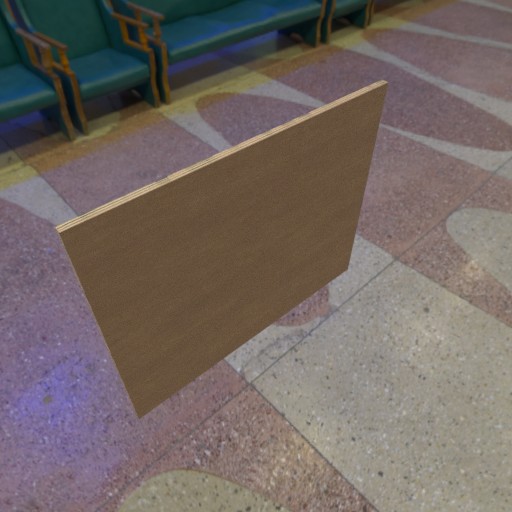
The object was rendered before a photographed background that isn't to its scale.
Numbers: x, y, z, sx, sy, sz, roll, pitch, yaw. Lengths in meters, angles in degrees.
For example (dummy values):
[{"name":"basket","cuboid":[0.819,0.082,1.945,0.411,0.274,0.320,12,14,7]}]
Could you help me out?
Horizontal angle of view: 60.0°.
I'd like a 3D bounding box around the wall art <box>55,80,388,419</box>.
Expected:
[{"name":"wall art","cuboid":[0.000,0.000,0.690,0.508,0.408,0.012,-31,53,-27]}]
